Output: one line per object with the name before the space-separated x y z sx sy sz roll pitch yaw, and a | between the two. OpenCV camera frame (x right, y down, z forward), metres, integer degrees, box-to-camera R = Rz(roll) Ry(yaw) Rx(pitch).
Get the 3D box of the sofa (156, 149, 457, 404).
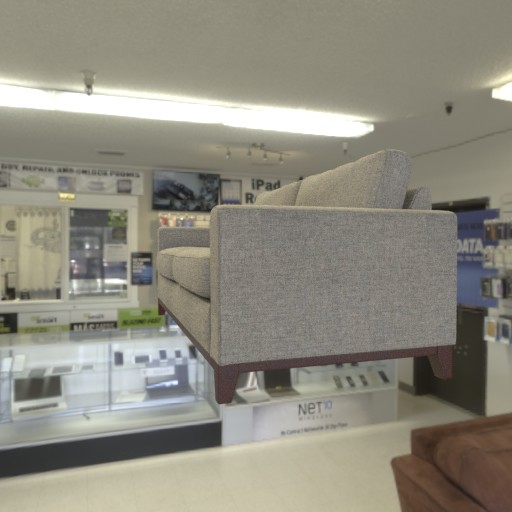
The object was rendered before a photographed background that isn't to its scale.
sofa | 0.000 0.000 2.450 0.969 0.892 1.978 0 1 -18
